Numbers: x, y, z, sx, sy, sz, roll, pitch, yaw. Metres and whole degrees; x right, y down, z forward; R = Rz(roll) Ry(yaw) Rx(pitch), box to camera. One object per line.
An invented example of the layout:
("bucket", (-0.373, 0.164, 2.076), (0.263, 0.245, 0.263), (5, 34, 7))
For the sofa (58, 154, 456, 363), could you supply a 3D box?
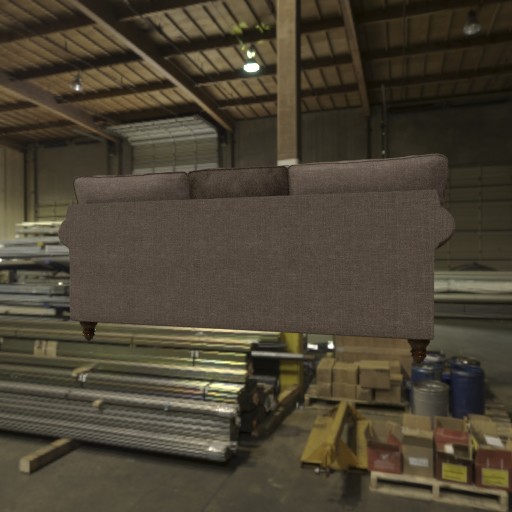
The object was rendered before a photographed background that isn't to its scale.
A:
("sofa", (0.000, 0.000, 2.620), (2.084, 0.961, 0.916), (0, 0, 17))
